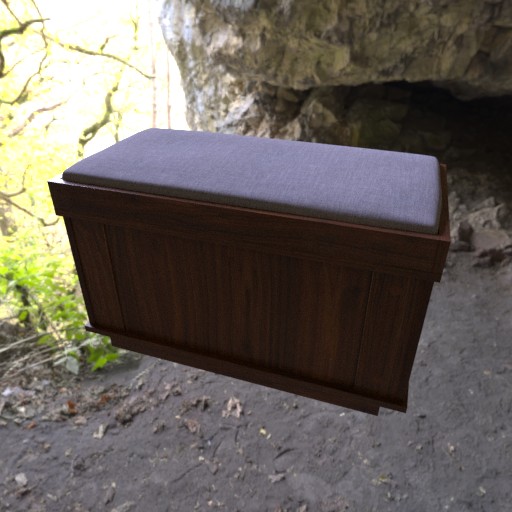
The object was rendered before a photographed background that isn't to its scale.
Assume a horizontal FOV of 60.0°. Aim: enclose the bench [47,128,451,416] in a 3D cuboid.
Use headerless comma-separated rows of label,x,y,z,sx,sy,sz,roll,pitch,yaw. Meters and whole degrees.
bench,0.000,0.000,1.008,0.734,0.461,0.362,10,33,16
